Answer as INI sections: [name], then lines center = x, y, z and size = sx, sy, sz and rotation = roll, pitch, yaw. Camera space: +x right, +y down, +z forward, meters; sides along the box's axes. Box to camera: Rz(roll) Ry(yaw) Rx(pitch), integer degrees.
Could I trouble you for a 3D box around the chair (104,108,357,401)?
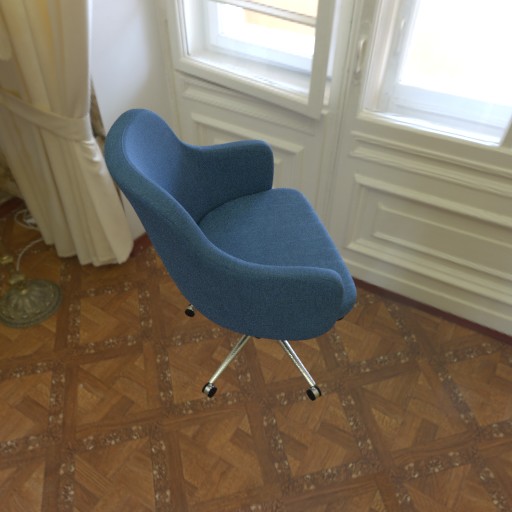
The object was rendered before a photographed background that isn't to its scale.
[chair]
center = 0.000, 0.000, 1.270
size = 0.655, 0.820, 0.599
rotation = -11, 47, -11
